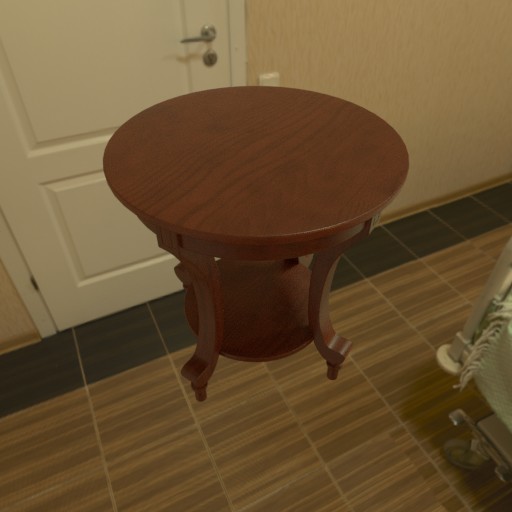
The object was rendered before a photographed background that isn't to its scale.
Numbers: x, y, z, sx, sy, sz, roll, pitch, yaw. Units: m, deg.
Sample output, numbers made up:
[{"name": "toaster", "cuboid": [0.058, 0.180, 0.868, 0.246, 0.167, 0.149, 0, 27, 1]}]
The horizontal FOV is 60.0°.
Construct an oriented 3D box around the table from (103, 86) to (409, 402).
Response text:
[{"name": "table", "cuboid": [0.000, 0.000, 1.092, 0.597, 0.612, 0.597, 0, 42, 0]}]
